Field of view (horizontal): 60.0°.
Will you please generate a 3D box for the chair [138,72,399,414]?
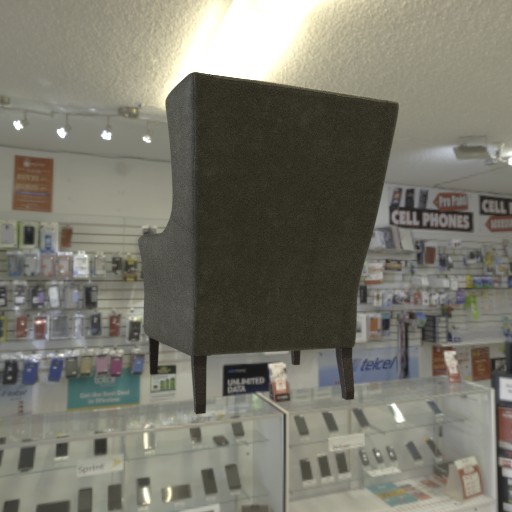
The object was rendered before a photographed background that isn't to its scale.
[{"bbox_3d":[0.000,0.000,1.721,0.853,1.016,0.926,1,-3,-18],"label":"chair"}]
